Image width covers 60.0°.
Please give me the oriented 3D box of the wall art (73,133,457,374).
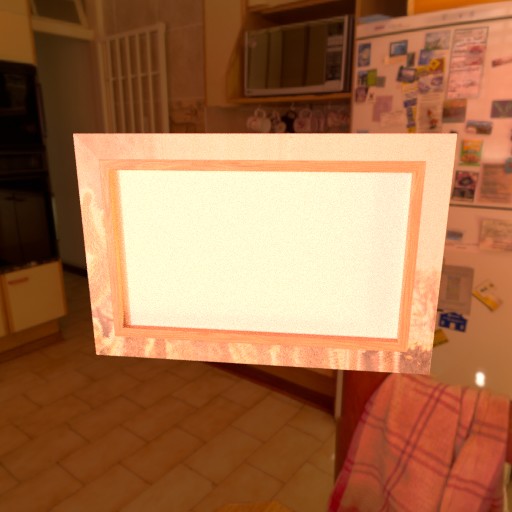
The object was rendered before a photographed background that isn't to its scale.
[{"bbox_3d":[0.000,0.000,1.902,1.525,1.012,0.038,2,15,7],"label":"wall art"}]
